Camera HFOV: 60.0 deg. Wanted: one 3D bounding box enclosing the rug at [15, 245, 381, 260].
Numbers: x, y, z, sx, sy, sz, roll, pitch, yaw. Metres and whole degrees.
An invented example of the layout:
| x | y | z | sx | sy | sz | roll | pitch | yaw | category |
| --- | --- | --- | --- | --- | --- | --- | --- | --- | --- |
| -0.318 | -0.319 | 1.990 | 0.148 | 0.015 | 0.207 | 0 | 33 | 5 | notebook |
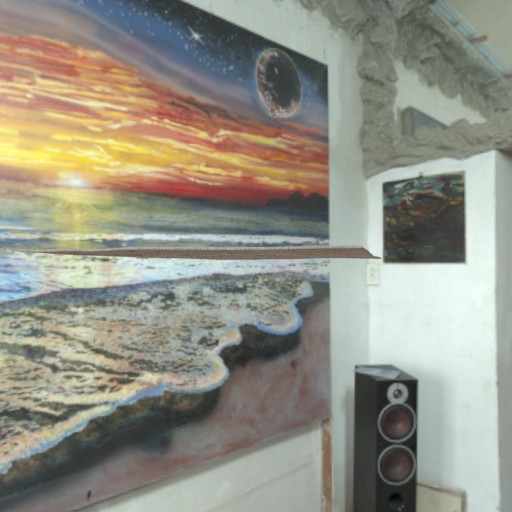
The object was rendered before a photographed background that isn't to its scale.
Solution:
| x | y | z | sx | sy | sz | roll | pitch | yaw | category |
| --- | --- | --- | --- | --- | --- | --- | --- | --- | --- |
| 0.000 | 0.000 | 2.939 | 1.537 | 0.029 | 2.439 | 0 | -1 | 17 | rug |
